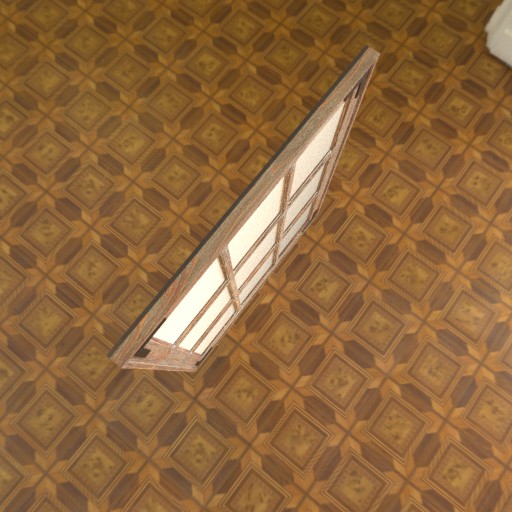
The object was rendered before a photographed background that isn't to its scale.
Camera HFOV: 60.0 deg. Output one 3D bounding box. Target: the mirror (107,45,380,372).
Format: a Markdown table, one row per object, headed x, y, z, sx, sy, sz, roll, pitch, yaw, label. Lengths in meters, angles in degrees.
| x | y | z | sx | sy | sz | roll | pitch | yaw | label |
| --- | --- | --- | --- | --- | --- | --- | --- | --- | --- |
| 0.000 | 0.000 | 1.194 | 0.032 | 0.882 | 0.730 | 37 | 78 | 9 | mirror |
